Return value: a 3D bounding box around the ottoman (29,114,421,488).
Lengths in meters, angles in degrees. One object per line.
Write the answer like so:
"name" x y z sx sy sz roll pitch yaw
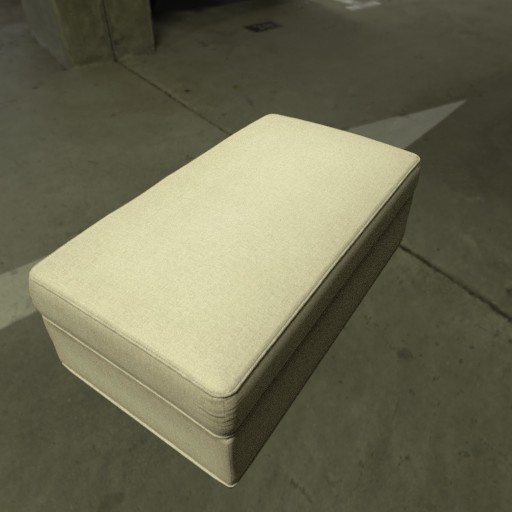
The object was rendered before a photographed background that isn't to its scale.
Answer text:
"ottoman" 0.000 0.000 1.366 0.617 0.461 1.097 24 47 25
